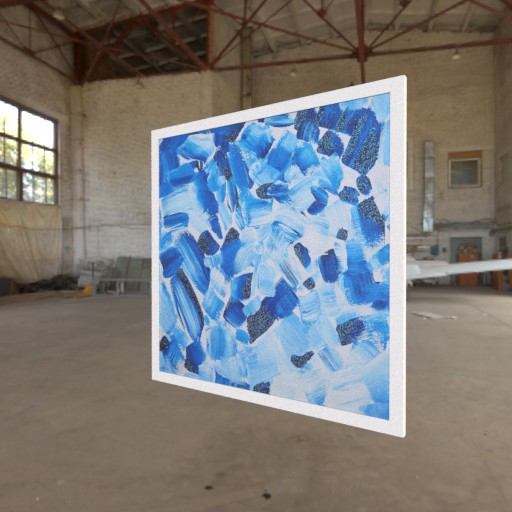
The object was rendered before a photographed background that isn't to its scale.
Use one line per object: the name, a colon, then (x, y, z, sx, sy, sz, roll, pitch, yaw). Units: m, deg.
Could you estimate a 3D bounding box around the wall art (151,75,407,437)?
wall art: (0.000, 0.000, 0.998, 0.660, 0.660, 0.015, 0, 1, 34)
